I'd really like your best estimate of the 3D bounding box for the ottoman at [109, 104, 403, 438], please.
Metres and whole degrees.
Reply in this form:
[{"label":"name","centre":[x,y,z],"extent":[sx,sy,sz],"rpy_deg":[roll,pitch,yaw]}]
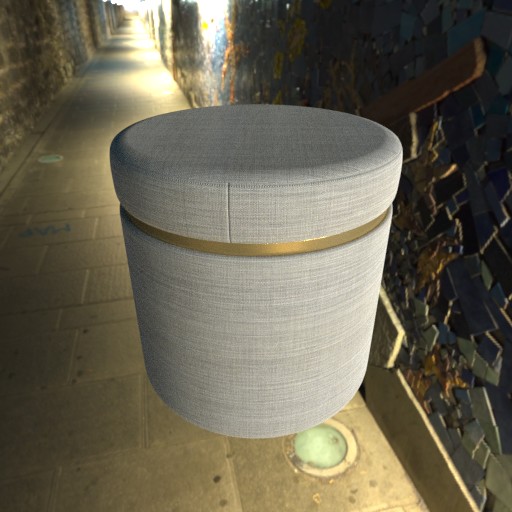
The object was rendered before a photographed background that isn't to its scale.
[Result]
[{"label":"ottoman","centre":[0.000,0.000,0.716],"extent":[0.400,0.406,0.400],"rpy_deg":[0,30,0]}]
